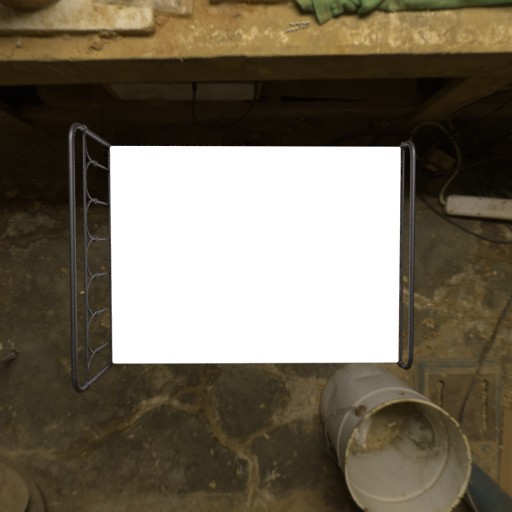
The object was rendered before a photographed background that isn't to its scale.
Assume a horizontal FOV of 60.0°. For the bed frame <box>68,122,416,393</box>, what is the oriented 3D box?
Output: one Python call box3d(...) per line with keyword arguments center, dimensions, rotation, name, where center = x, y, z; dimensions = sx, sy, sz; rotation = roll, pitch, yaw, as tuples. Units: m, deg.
box3d(center=(0.000, 0.000, 3.196), dimensions=(2.203, 1.276, 1.664), rotation=(0, 92, -1), name="bed frame")
